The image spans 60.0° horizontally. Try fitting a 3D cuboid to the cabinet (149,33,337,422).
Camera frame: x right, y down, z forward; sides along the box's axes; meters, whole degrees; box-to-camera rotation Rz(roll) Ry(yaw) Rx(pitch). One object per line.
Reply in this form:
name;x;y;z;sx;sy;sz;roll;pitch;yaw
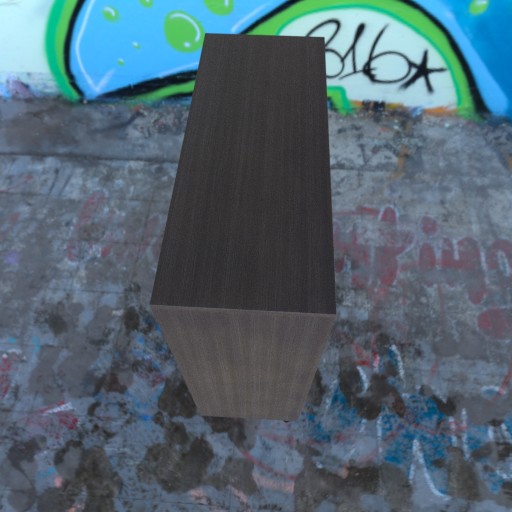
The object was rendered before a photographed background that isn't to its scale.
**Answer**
cabinet;0.000;0.000;1.707;0.400;1.170;1.010;3;58;2
